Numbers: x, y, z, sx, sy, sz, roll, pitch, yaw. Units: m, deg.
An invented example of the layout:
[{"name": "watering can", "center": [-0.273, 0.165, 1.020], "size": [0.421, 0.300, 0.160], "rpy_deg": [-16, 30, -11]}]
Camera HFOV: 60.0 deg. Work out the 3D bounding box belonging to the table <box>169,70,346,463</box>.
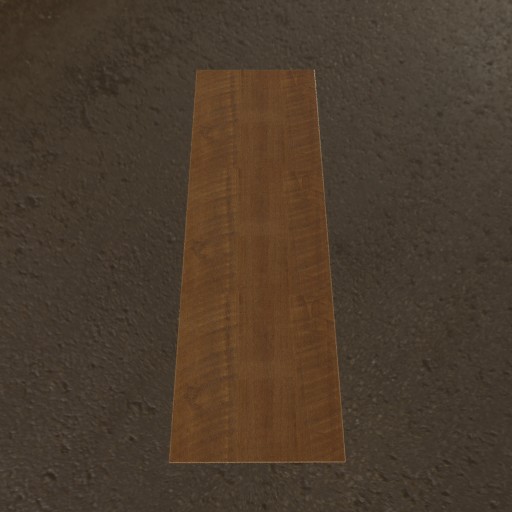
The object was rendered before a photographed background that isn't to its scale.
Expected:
[{"name": "table", "center": [0.000, 0.000, 1.780], "size": [0.499, 0.491, 1.499], "rpy_deg": [0, 66, 0]}]
